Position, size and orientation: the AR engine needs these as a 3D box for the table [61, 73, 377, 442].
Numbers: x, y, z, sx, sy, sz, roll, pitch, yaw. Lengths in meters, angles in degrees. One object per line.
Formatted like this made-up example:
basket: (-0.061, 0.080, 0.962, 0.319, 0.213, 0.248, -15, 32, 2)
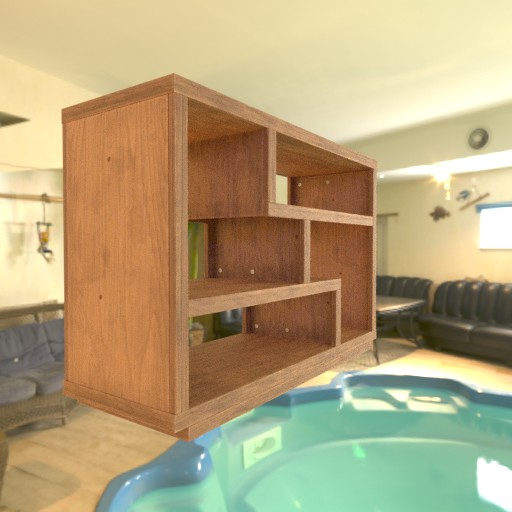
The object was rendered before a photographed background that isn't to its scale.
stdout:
table: (0.000, 0.000, 1.492, 0.410, 0.771, 1.151, 1, 2, 36)
